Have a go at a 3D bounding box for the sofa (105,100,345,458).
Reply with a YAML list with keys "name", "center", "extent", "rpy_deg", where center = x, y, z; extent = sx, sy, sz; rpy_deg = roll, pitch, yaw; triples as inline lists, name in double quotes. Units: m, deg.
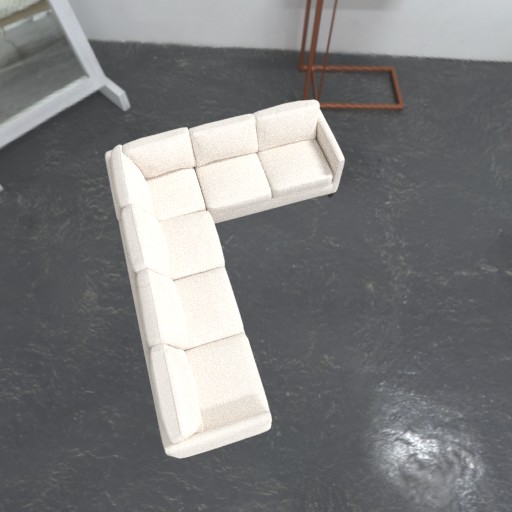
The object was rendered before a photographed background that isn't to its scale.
- name: "sofa"
  center: [0.000, 0.000, 4.644]
  extent: [2.593, 0.947, 3.302]
  rpy_deg: [-15, 64, -8]
